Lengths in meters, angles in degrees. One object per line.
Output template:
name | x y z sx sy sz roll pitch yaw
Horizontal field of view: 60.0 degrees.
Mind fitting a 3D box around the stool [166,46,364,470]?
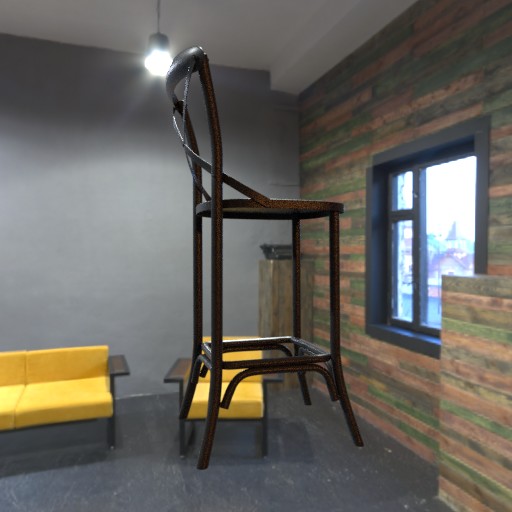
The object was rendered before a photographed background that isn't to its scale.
stool | 0.000 0.000 1.468 0.584 1.168 0.457 0 0 -17
